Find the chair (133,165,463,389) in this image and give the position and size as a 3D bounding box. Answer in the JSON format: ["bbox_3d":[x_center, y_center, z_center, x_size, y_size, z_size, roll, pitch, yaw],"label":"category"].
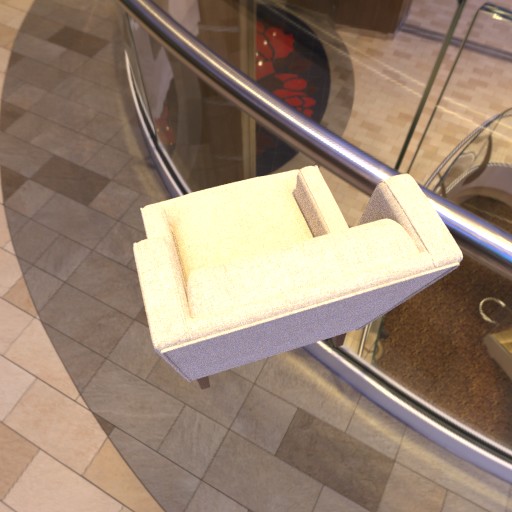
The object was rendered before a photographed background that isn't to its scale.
[{"bbox_3d":[0.000,0.000,1.682,0.764,1.082,0.948,-15,59,-9],"label":"chair"}]
